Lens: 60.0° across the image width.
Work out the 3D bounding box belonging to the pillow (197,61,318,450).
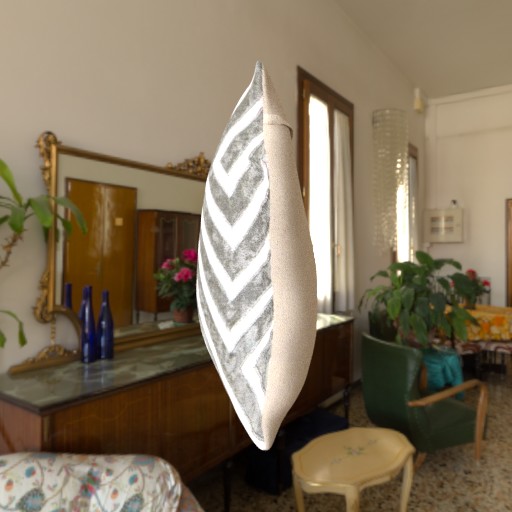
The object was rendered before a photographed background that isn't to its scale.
[{"bbox_3d":[0.000,0.000,0.698,0.182,0.441,0.440,0,0,-1],"label":"pillow"}]
